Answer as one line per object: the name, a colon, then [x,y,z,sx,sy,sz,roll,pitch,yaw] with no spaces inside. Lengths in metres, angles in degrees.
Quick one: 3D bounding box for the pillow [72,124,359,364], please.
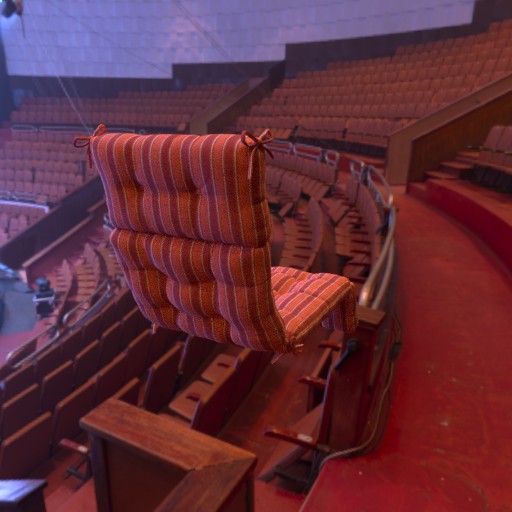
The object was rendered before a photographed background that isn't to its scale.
pillow: [0.000,0.000,1.520,0.526,0.863,1.016,9,18,27]
